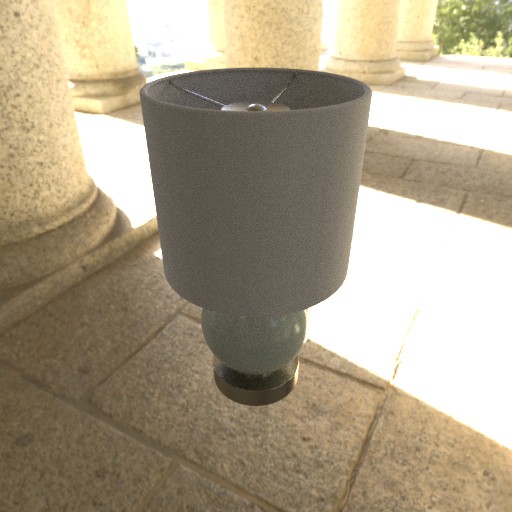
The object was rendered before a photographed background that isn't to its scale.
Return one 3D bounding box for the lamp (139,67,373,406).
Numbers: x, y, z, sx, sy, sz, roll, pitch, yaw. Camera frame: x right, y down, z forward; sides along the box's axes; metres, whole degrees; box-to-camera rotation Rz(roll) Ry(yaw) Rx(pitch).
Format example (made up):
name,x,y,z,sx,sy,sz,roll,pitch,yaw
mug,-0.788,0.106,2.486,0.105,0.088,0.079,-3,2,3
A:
name,x,y,z,sx,sy,sz,roll,pitch,yaw
lamp,0.000,0.000,0.482,0.201,0.353,0.201,0,31,0
